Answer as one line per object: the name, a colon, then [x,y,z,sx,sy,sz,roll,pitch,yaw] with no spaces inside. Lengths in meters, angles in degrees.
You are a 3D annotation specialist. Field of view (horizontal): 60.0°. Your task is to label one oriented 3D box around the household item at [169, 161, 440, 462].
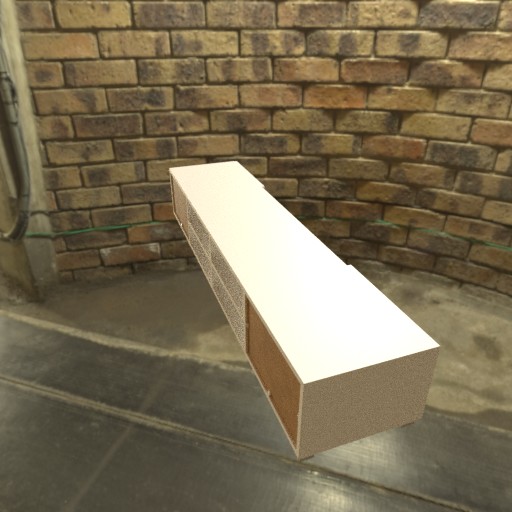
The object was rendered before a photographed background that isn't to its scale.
household item: [0.000,0.000,2.005,0.420,0.310,1.850,-10,30,-17]
